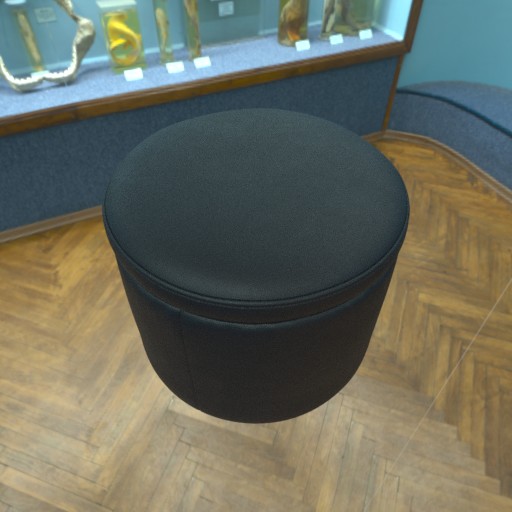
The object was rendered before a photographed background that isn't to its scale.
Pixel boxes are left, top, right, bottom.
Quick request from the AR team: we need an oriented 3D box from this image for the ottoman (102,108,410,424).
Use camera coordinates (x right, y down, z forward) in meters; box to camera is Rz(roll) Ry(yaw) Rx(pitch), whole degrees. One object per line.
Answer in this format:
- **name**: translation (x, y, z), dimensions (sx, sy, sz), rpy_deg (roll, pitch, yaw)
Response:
- **ottoman**: translation (0.000, 0.000, 0.857), dimensions (0.501, 0.409, 0.501), rpy_deg (0, 46, 0)
